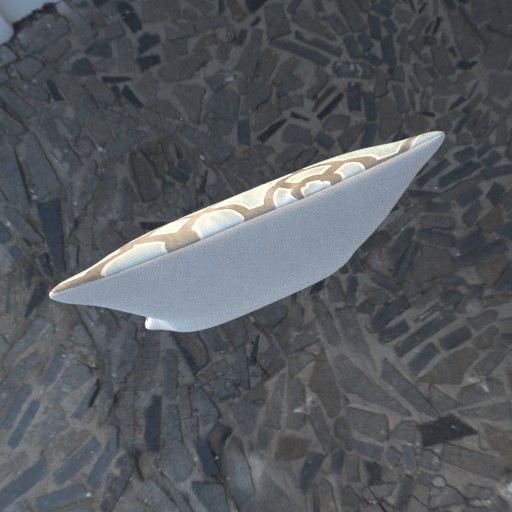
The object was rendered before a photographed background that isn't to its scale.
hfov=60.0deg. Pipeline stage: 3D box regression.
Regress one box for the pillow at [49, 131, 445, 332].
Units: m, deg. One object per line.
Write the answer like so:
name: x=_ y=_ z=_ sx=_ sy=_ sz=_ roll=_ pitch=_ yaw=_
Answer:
pillow: x=0.000 y=0.000 z=0.809 sx=0.552 sy=0.508 sz=0.166 roll=-23 pitch=77 yaw=-6
